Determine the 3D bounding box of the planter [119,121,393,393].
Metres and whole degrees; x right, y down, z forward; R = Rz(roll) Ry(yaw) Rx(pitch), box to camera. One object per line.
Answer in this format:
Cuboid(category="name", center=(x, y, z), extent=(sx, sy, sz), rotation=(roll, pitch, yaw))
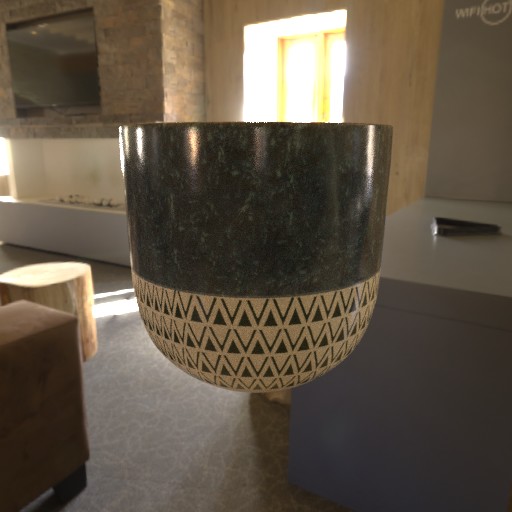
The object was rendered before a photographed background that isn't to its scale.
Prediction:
Cuboid(category="planter", center=(0.000, 0.000, 0.481), extent=(0.266, 0.270, 0.266), rotation=(0, 15, 0))
